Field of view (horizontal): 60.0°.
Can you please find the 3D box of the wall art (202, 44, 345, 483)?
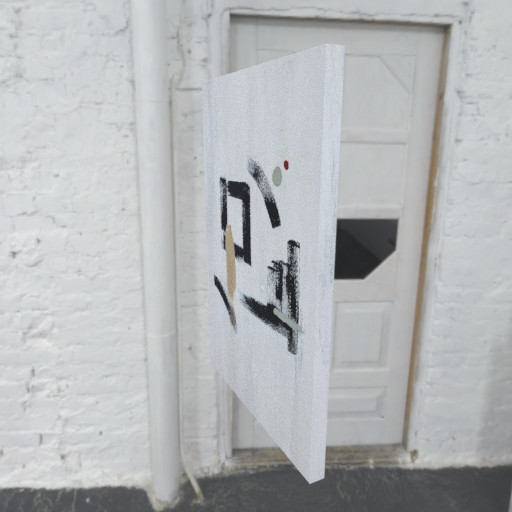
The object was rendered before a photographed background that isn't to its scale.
[{"bbox_3d":[0.000,0.000,1.162,0.043,0.914,0.624,-7,17,-26],"label":"wall art"}]
